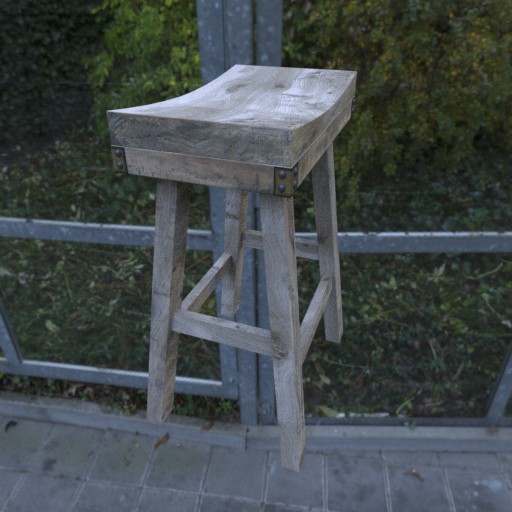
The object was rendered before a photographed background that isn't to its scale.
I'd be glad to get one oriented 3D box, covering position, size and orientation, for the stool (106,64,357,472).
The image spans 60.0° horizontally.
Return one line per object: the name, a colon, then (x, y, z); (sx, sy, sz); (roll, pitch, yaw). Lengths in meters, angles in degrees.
stool: (0.000, 0.000, 0.879); (0.330, 0.635, 0.450); (11, 33, 17)
